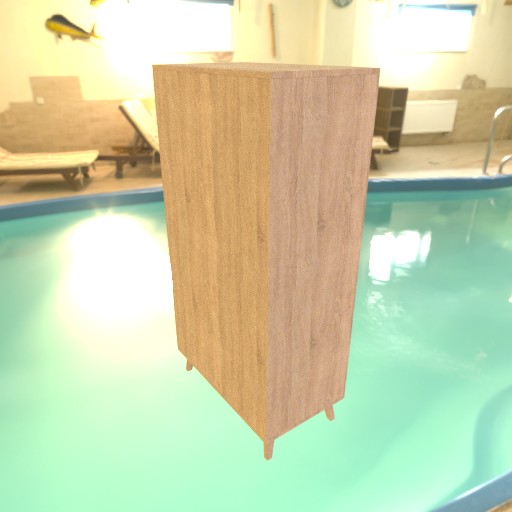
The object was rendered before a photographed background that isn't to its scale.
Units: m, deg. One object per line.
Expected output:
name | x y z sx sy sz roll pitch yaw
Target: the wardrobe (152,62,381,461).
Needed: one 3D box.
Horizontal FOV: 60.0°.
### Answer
wardrobe | 0.000 0.000 2.483 0.600 1.960 1.000 -17 30 -32
